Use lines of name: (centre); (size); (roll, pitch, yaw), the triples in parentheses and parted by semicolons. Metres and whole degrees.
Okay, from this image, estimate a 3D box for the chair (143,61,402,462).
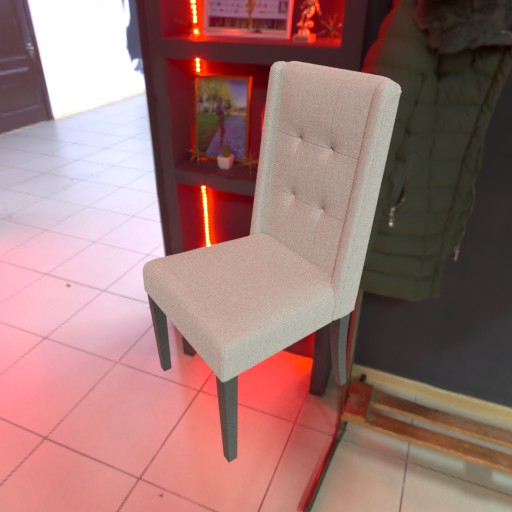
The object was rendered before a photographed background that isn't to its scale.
chair: (0.000, 0.000, 1.268); (0.523, 0.961, 0.474); (-20, 36, -29)
